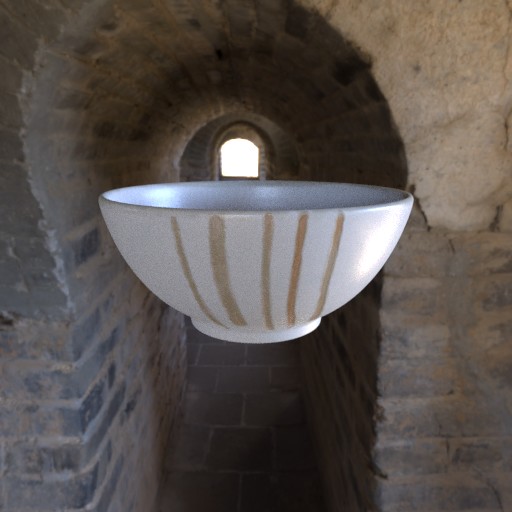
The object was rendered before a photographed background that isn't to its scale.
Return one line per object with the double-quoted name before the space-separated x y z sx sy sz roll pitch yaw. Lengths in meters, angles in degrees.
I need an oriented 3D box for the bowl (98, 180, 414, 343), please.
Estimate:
"bowl" 0.000 0.000 0.412 0.268 0.121 0.268 0 14 0
